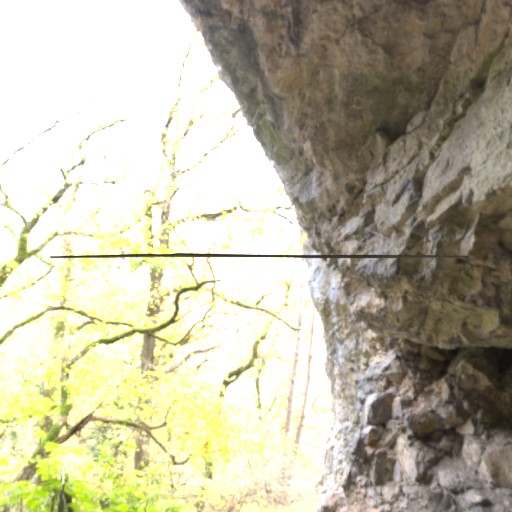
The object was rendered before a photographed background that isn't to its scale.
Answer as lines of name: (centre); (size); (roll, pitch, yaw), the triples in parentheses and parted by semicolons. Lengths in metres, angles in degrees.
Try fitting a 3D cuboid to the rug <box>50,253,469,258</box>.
rug: (0.000, 0.000, 2.929); (2.283, 0.030, 1.596); (0, 0, 37)
